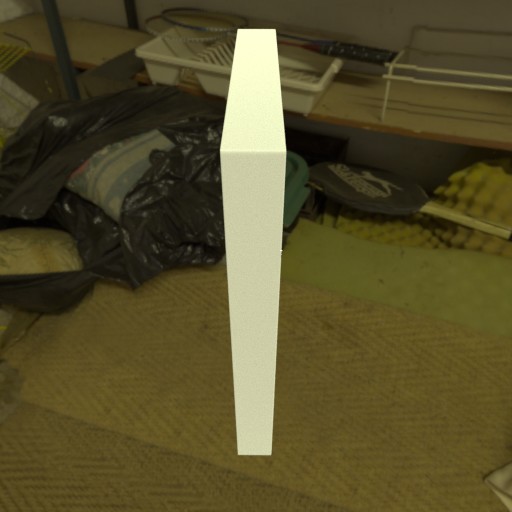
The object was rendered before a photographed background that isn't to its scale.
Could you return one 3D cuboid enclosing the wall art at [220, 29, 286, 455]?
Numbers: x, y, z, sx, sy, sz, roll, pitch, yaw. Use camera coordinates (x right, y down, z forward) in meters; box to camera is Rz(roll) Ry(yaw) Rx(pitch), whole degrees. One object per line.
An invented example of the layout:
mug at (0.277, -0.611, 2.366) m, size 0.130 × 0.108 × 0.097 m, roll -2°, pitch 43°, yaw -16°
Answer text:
wall art at (0.000, 0.000, 0.473) m, size 0.039 × 0.381 × 0.252 m, roll 0°, pitch 41°, yaw 0°
